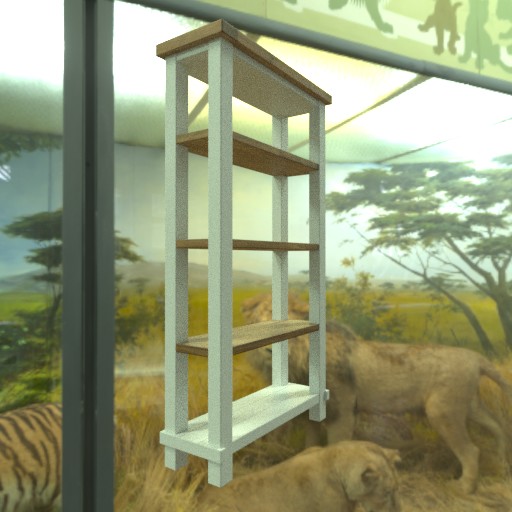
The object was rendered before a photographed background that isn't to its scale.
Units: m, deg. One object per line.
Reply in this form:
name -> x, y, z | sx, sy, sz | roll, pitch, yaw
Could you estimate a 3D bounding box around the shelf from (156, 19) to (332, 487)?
shelf -> 0.000, 0.000, 2.279 | 0.381, 1.878, 1.022 | 0, 0, 35
